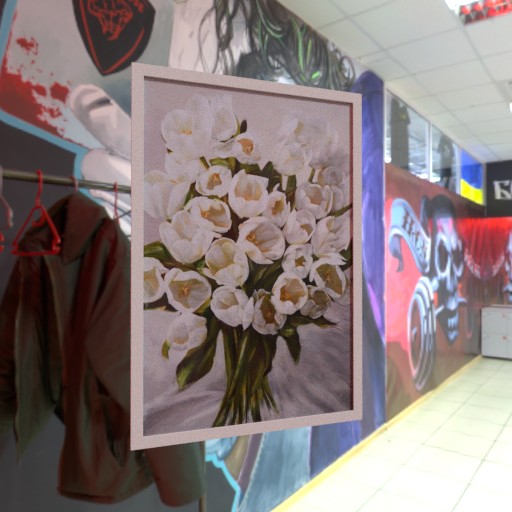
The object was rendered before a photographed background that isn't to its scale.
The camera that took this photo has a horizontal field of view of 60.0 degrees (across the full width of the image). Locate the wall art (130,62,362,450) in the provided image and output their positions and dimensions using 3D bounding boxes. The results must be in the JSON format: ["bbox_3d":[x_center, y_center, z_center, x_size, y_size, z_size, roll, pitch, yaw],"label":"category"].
[{"bbox_3d":[0.000,0.000,1.215,0.660,0.965,0.015,0,0,-19],"label":"wall art"}]
